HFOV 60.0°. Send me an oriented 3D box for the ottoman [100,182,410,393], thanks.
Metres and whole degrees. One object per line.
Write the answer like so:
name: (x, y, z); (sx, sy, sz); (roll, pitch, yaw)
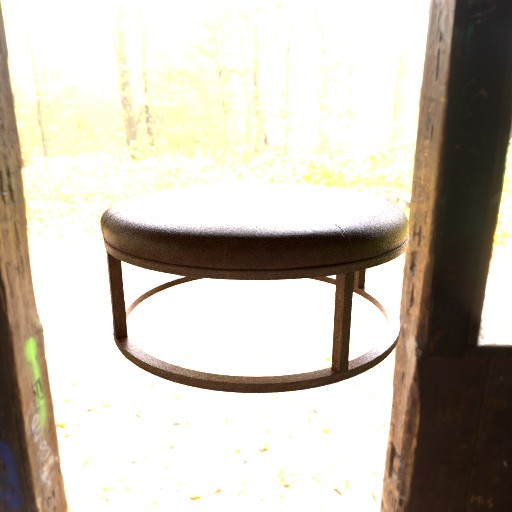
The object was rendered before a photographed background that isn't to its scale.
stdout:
ottoman: (0.000, 0.000, 1.550); (1.006, 0.445, 1.006); (0, 16, 0)
